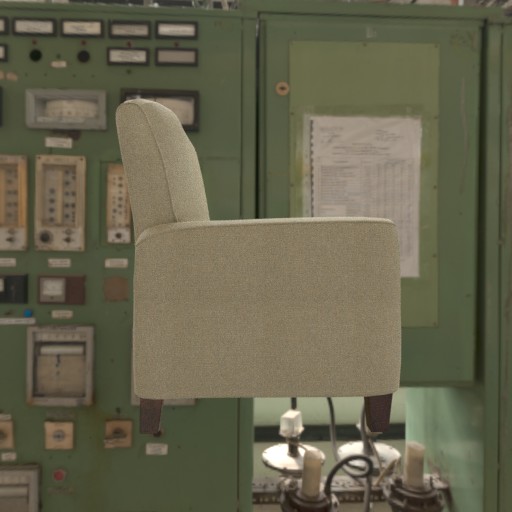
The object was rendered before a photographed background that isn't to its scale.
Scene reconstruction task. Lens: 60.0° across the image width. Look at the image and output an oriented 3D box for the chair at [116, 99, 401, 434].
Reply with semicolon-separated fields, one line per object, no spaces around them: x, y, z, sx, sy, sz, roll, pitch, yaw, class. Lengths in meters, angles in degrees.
0.000;0.000;1.637;0.853;1.006;0.850;0;1;-1;chair
